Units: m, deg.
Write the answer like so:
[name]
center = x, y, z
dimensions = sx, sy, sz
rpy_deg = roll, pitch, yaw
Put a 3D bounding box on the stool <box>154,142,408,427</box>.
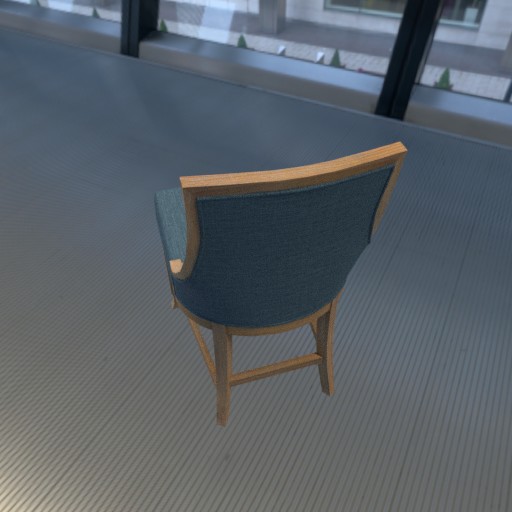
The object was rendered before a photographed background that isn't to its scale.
[stool]
center = 0.000, 0.000, 1.314
dimensions = 0.524, 0.938, 0.626
rpy_deg = -12, 44, -12
